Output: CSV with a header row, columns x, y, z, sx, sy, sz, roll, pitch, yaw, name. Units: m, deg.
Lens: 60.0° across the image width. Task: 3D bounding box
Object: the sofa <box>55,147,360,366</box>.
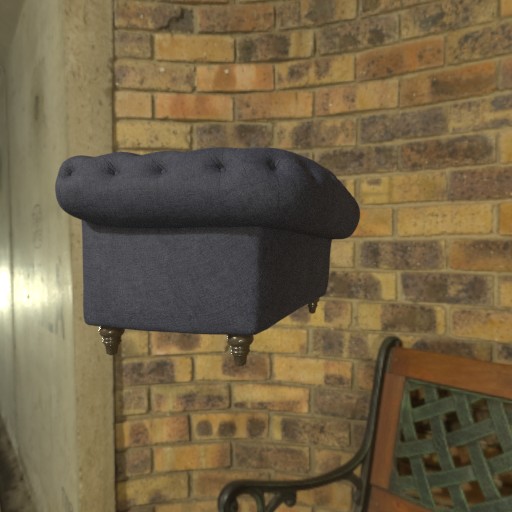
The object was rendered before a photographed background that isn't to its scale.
x,y,z,sx,sy,sz,roll,pitch,yaw,name
0.000,0.000,2.481,1.082,0.833,1.988,0,1,18,sofa
